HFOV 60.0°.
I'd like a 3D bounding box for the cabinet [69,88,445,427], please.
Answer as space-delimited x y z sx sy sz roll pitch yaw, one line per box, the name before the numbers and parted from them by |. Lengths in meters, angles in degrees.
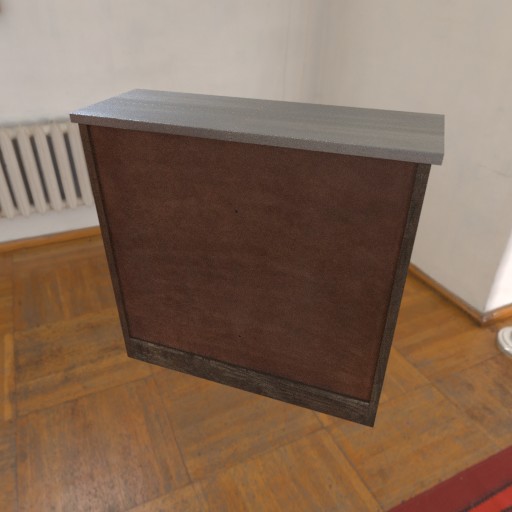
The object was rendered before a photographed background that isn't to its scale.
cabinet | 0.000 0.000 1.454 0.968 0.919 0.338 11 34 17
